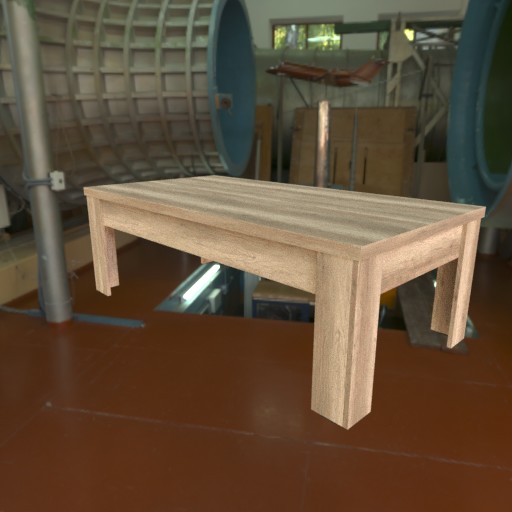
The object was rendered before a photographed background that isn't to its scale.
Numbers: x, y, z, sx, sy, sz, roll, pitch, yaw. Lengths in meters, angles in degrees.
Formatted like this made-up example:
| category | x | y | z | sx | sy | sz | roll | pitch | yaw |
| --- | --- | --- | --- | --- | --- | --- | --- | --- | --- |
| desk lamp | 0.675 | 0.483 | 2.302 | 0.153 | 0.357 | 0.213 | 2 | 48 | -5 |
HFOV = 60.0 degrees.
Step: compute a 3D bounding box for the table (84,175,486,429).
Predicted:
| category | x | y | z | sx | sy | sz | roll | pitch | yaw |
| --- | --- | --- | --- | --- | --- | --- | --- | --- | --- |
| table | 0.000 | 0.000 | 1.685 | 0.700 | 0.460 | 1.350 | -15 | 22 | -42 |
